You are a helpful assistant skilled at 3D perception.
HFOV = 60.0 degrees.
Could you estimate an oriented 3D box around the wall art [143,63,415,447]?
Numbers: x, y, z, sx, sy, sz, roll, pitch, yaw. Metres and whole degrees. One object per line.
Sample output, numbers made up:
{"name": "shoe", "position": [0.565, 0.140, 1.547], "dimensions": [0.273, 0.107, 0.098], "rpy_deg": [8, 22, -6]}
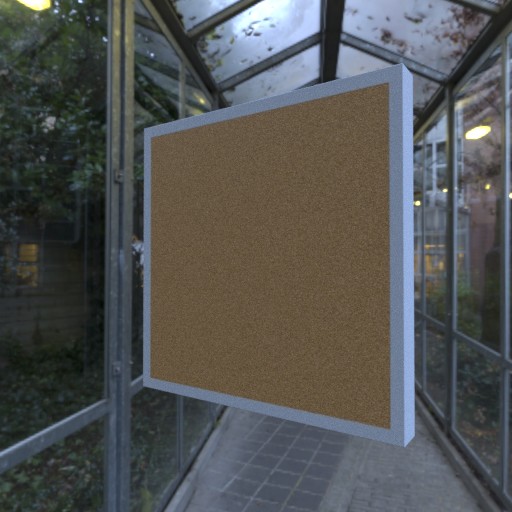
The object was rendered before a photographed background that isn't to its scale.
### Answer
{"name": "wall art", "position": [0.000, 0.000, 0.599], "dimensions": [0.406, 0.406, 0.038], "rpy_deg": [-1, -1, 35]}
